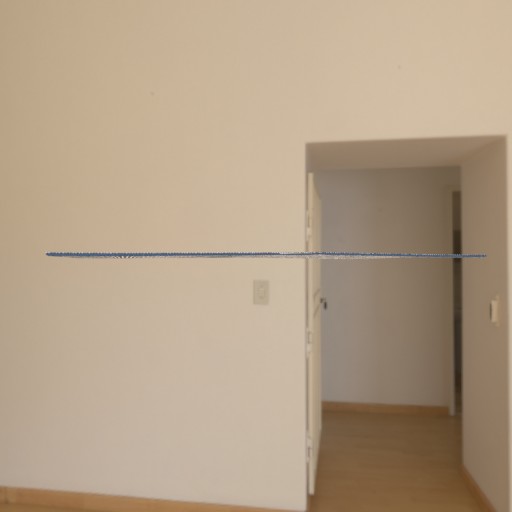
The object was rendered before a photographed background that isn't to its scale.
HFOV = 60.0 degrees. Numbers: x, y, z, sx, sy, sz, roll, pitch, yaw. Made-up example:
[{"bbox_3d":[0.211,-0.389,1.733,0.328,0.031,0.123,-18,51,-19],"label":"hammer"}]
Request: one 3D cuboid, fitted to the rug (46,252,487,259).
[{"bbox_3d":[0.000,0.000,2.262,1.793,0.025,1.159,0,-1,-17],"label":"rug"}]
